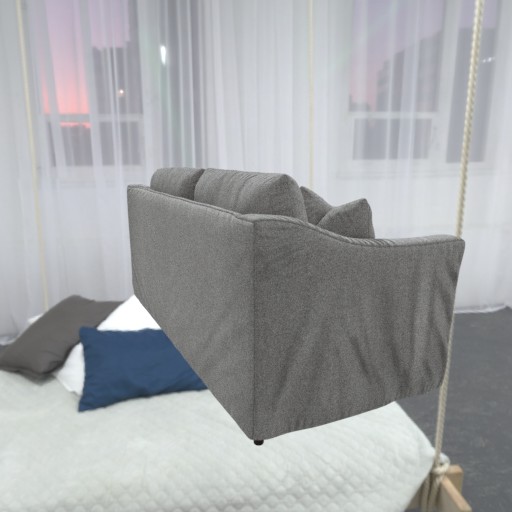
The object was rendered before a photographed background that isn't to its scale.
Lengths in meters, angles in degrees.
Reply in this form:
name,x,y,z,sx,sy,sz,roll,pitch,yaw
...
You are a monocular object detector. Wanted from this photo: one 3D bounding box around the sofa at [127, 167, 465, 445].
name,x,y,z,sx,sy,sz,roll,pitch,yaw
sofa,0.000,0.000,2.589,1.072,1.018,2.010,-7,14,-27
